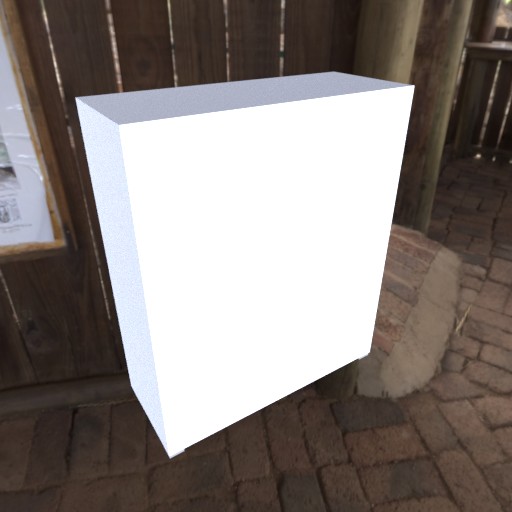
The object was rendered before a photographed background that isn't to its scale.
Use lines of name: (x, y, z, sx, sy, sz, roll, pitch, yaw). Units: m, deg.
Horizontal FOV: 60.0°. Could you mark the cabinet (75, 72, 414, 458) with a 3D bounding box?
cabinet: (0.000, 0.000, 1.683, 1.000, 1.190, 0.400, -18, 34, -28)
